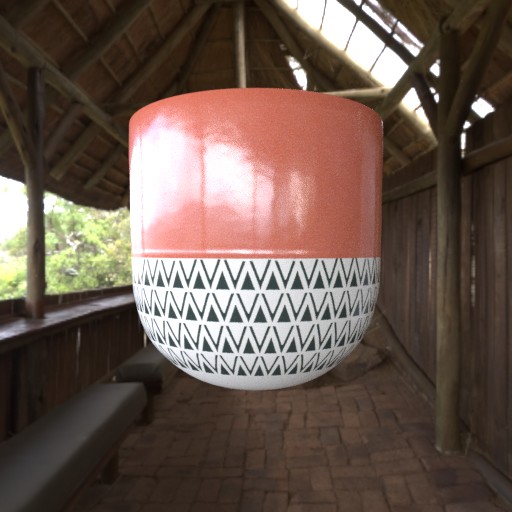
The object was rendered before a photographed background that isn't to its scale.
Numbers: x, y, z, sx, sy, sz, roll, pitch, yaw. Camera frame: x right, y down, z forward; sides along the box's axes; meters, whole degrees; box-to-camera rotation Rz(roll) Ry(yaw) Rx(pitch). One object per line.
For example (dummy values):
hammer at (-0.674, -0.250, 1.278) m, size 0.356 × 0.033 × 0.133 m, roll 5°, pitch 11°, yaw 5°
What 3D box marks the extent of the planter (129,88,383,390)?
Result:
planter at (0.000, 0.000, 0.484) m, size 0.266 × 0.270 × 0.266 m, roll 0°, pitch 1°, yaw 0°
